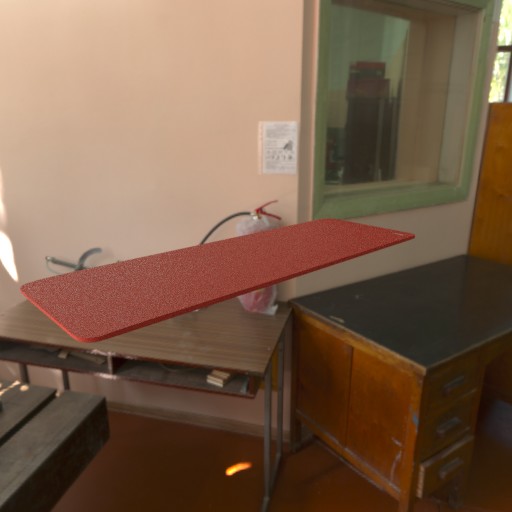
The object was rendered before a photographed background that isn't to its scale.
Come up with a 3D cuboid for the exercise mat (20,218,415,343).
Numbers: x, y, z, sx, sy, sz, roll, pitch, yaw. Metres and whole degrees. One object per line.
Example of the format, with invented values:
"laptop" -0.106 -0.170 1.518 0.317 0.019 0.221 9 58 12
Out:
"exercise mat" 0.000 0.000 2.044 1.869 0.021 0.616 -15 22 -40
